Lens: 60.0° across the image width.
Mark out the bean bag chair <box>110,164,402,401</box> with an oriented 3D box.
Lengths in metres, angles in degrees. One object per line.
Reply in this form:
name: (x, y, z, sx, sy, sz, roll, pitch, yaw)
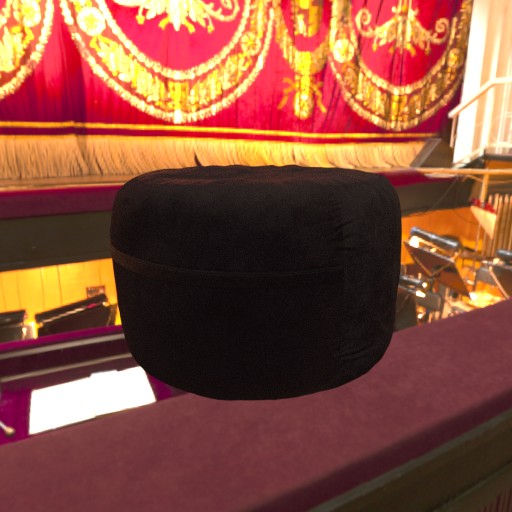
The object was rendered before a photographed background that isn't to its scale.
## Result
bean bag chair: (0.000, 0.000, 1.962, 1.219, 0.762, 1.219, 0, 15, 0)
